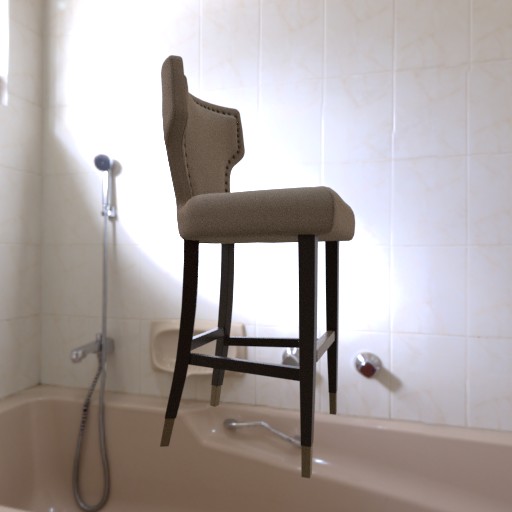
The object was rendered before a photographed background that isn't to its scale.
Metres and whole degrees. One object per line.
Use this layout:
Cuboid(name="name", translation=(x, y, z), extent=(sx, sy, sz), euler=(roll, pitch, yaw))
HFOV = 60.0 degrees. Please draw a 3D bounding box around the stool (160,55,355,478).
Cuboid(name="stool", translation=(0.000, 0.000, 1.381), extent=(0.563, 1.092, 0.526), euler=(0, 0, 18))
